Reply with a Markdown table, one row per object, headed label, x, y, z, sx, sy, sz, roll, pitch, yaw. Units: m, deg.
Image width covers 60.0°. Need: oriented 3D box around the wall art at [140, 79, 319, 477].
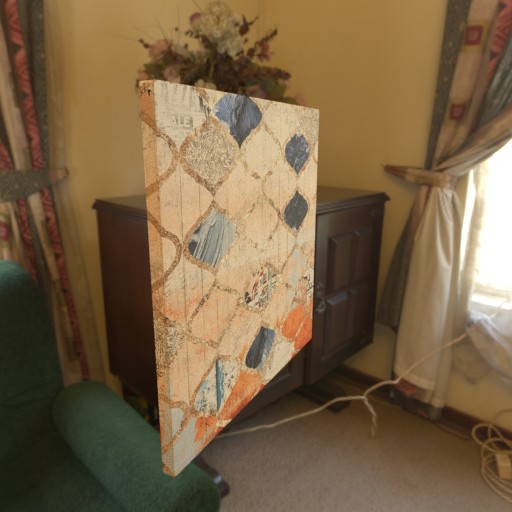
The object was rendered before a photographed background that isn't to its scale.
| label | x | y | z | sx | sy | sz | roll | pitch | yaw |
| --- | --- | --- | --- | --- | --- | --- | --- | --- | --- |
| wall art | 0.000 | 0.000 | 1.365 | 0.039 | 0.914 | 0.912 | 8 | 16 | 27 |
